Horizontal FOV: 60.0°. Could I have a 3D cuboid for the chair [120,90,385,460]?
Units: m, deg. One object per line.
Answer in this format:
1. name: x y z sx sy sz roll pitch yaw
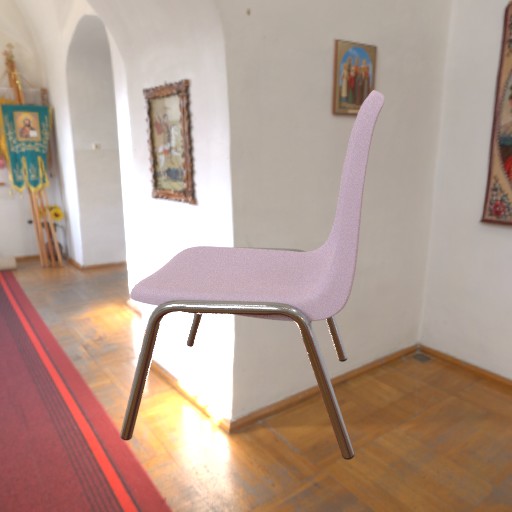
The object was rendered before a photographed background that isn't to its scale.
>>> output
1. chair: 0.000 0.000 0.777 0.385 0.536 0.354 2 15 9
